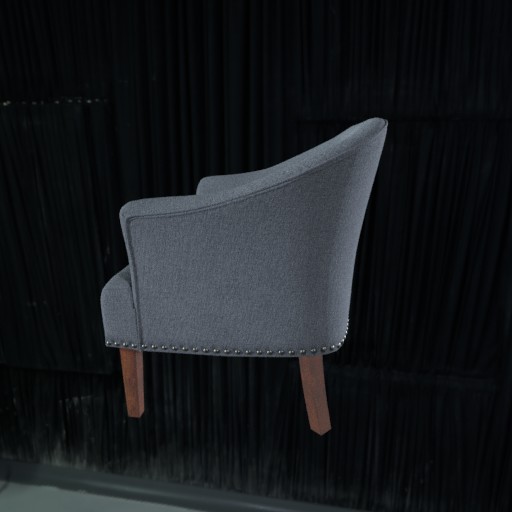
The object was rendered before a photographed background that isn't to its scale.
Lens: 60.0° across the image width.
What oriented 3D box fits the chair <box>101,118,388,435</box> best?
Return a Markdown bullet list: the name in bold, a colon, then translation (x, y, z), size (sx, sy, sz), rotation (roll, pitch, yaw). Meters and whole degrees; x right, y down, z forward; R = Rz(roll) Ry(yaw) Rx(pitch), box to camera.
- **chair**: translation (0.000, 0.000, 1.379), size (0.704, 0.815, 0.798), rotation (2, 15, 8)
